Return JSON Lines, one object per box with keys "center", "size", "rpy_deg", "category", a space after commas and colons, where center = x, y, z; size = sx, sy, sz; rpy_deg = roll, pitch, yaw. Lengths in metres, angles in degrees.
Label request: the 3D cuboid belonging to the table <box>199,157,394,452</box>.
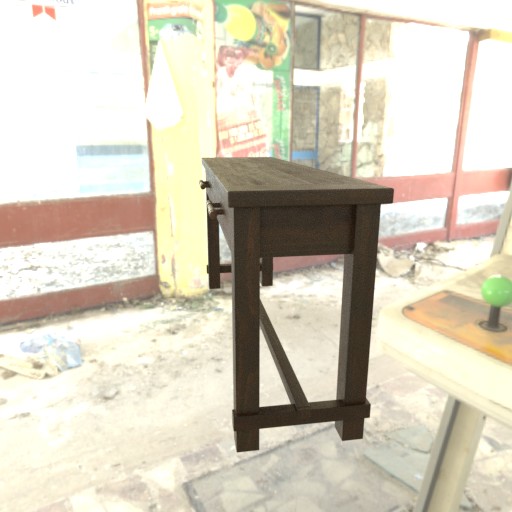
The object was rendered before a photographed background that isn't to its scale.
{"center": [0.000, 0.000, 1.921], "size": [0.442, 0.762, 1.599], "rpy_deg": [-2, 16, -9], "category": "table"}
